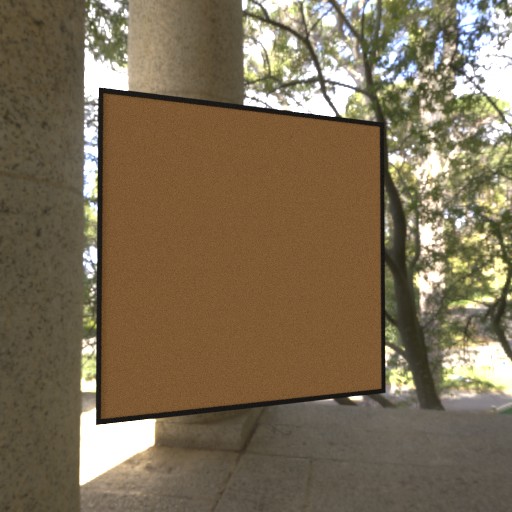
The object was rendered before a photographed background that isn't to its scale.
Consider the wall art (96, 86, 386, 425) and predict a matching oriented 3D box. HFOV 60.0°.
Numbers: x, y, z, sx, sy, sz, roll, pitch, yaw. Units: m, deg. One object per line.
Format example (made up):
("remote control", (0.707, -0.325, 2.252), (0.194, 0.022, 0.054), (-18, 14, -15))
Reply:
("wall art", (0.000, 0.000, 0.983), (0.664, 0.663, 0.015), (0, -1, -19))
